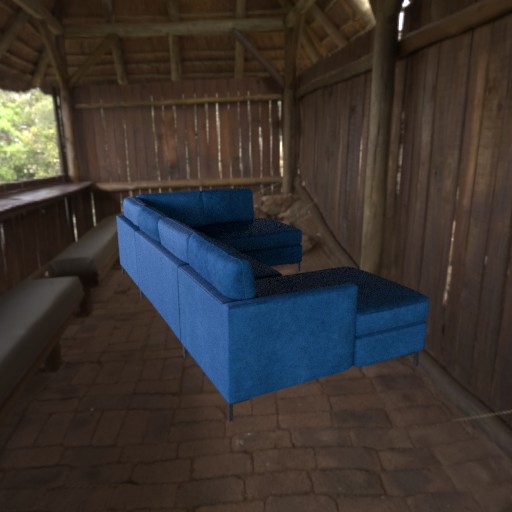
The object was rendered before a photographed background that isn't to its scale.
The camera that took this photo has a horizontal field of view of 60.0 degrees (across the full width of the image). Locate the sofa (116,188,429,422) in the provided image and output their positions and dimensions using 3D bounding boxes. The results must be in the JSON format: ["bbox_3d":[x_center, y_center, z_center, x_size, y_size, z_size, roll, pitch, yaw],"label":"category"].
[{"bbox_3d":[0.000,0.000,4.367,2.055,0.992,3.434,-7,16,-26],"label":"sofa"}]
